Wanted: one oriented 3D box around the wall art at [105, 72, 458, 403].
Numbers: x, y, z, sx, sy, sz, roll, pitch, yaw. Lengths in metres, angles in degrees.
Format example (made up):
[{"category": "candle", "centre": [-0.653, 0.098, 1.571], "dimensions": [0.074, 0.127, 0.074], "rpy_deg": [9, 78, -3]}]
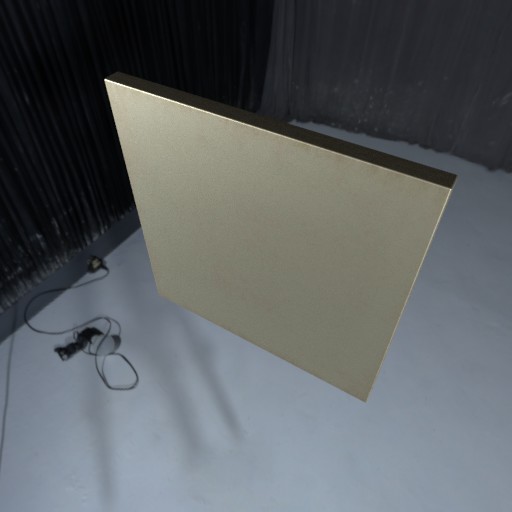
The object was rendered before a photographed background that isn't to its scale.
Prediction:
[{"category": "wall art", "centre": [0.000, 0.000, 0.752], "dimensions": [0.503, 0.506, 0.030], "rpy_deg": [24, 51, 21]}]
